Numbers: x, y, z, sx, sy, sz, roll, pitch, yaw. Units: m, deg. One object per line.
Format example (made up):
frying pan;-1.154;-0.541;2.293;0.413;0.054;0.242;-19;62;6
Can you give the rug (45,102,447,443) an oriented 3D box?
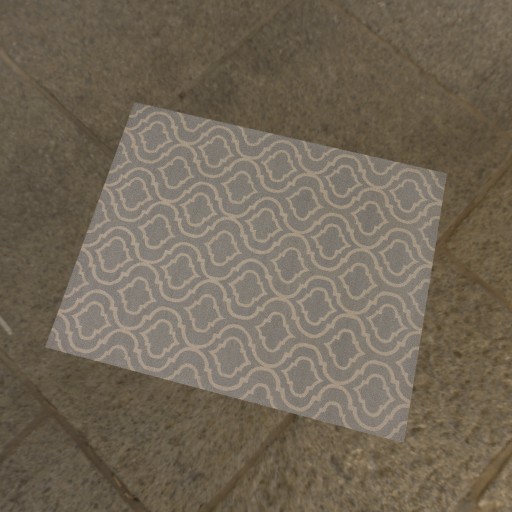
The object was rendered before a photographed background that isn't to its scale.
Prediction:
rug;0.000;0.000;3.726;2.892;0.006;2.283;14;76;3
